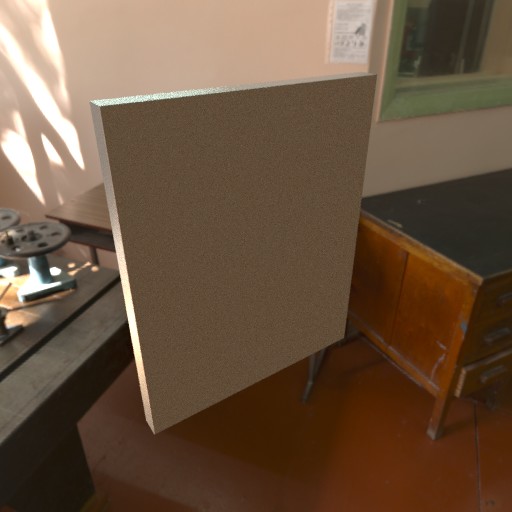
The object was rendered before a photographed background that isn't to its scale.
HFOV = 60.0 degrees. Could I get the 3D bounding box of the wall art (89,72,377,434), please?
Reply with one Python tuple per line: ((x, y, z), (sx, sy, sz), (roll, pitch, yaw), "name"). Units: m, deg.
((0.000, 0.000, 0.757), (0.452, 0.549, 0.038), (-19, 35, -29), "wall art")
